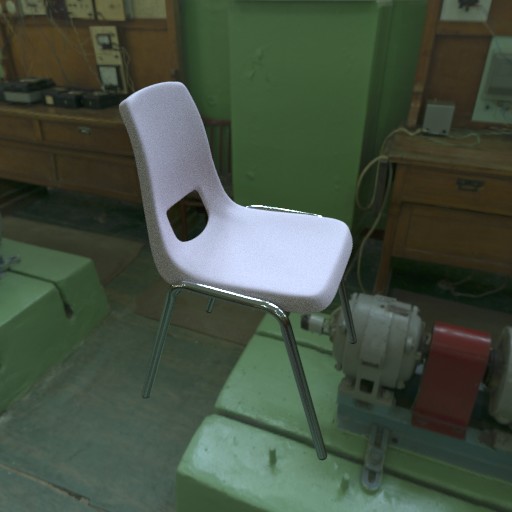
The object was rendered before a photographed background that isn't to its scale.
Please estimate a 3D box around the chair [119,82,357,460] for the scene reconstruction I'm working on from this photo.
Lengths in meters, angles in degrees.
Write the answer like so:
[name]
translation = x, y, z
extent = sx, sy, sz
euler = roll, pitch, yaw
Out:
[chair]
translation = 0.000, 0.000, 0.929
extent = 0.436, 0.653, 0.381
euler = 11, 33, 17
